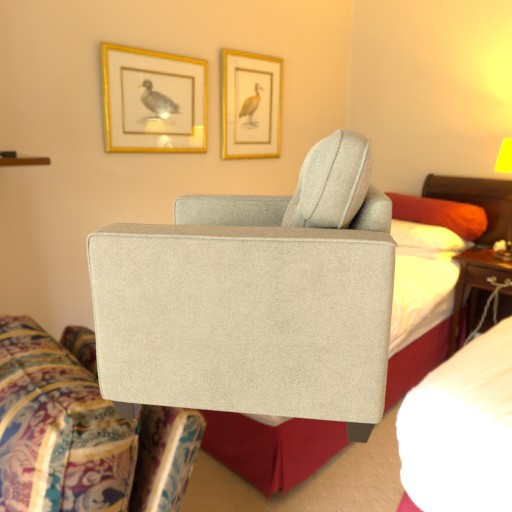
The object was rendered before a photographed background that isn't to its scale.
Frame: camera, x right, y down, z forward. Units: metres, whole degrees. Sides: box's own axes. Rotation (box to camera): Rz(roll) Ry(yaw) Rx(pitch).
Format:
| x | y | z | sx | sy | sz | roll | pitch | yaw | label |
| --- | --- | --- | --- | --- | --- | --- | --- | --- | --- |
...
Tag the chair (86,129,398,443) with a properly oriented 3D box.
| x | y | z | sx | sy | sz | roll | pitch | yaw | label |
| --- | --- | --- | --- | --- | --- | --- | --- | --- | --- |
| 0.000 | 0.000 | 1.783 | 0.939 | 0.965 | 1.015 | 2 | 15 | 8 | chair |
